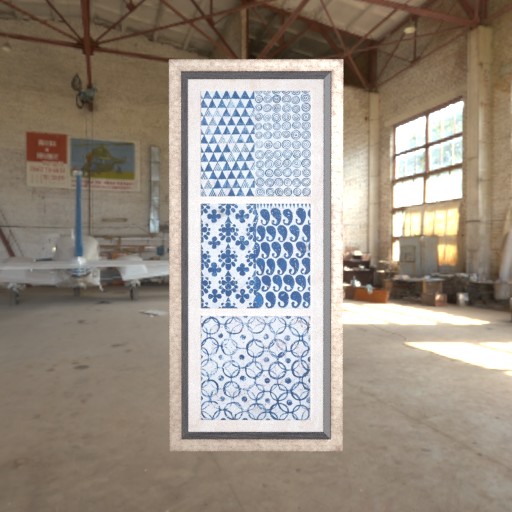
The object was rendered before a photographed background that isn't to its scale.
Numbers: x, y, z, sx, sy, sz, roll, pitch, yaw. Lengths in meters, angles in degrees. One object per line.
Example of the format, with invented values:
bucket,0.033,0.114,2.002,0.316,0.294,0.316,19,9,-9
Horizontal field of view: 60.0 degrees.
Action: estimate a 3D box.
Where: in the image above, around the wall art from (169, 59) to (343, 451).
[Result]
wall art,0.000,0.000,1.676,0.648,1.461,0.051,0,0,0
